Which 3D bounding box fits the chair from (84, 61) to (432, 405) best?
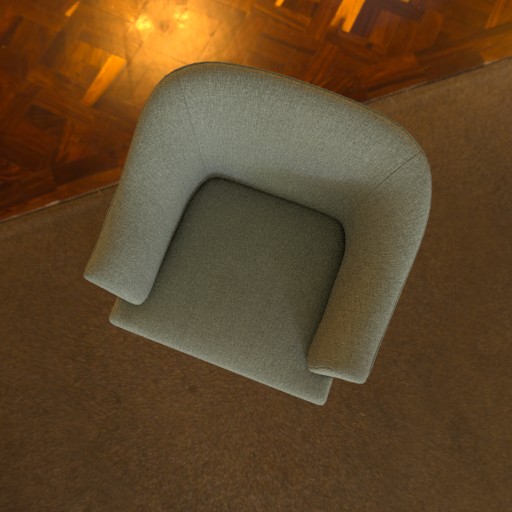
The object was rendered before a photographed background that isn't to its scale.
[{"bbox_3d":[0.000,0.000,1.377,0.798,0.815,0.704,20,76,5],"label":"chair"}]
